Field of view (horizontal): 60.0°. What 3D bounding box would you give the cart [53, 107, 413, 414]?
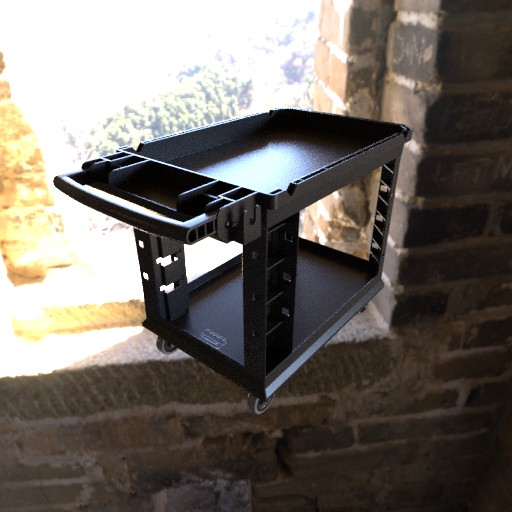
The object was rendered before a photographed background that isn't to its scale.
[{"bbox_3d":[0.000,0.000,1.752,0.674,0.884,1.239,22,36,33],"label":"cart"}]
